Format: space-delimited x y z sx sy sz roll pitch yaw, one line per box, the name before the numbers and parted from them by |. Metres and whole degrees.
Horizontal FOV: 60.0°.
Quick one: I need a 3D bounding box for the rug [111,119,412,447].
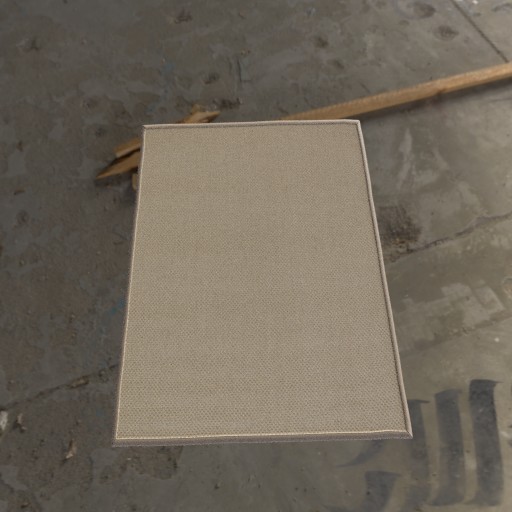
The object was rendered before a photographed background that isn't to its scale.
rug | 0.000 0.000 2.666 1.525 0.020 2.081 -2 65 -1
